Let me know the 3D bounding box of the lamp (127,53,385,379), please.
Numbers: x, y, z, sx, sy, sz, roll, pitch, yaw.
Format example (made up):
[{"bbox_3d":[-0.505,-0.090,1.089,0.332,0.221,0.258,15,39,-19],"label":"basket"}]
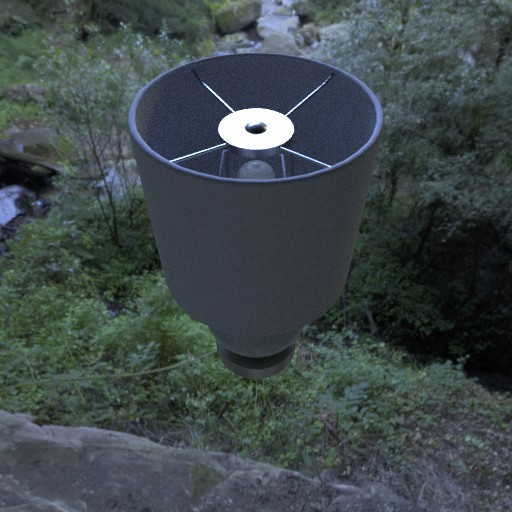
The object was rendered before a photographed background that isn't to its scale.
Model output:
[{"bbox_3d":[0.000,0.000,0.481,0.201,0.353,0.201,17,50,15],"label":"lamp"}]
